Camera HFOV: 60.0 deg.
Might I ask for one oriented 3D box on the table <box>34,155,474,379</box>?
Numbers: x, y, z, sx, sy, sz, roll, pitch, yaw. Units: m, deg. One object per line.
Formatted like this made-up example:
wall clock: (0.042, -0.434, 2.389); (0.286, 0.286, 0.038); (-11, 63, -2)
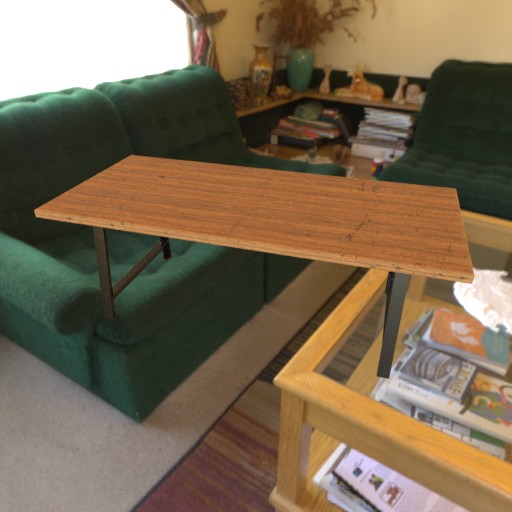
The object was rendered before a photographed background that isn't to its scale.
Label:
table: (0.000, 0.000, 2.713); (2.200, 0.757, 1.000); (9, 32, 15)
